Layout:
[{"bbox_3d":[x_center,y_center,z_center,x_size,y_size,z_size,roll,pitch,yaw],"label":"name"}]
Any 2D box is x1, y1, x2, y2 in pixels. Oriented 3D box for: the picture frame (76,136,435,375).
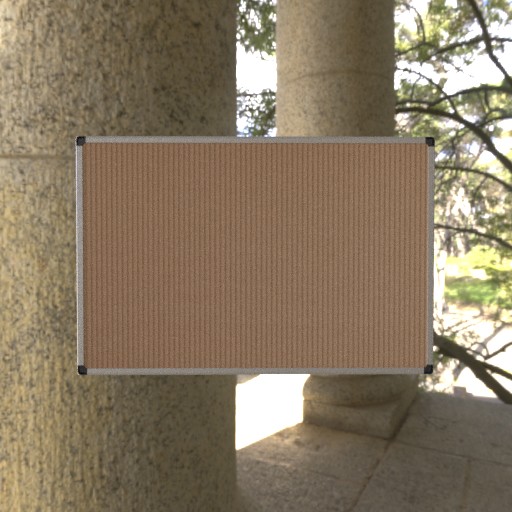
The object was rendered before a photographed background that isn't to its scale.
[{"bbox_3d":[0.000,0.000,1.117,0.900,0.600,0.010,0,1,0],"label":"picture frame"}]
